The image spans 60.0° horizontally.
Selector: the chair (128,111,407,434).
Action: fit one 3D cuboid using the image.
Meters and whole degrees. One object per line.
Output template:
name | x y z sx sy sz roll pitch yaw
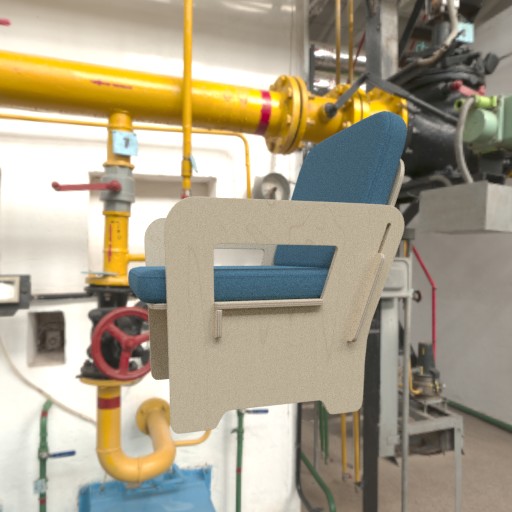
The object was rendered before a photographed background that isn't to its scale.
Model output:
chair | 0.000 0.000 1.214 0.657 0.747 0.547 0 0 -19
